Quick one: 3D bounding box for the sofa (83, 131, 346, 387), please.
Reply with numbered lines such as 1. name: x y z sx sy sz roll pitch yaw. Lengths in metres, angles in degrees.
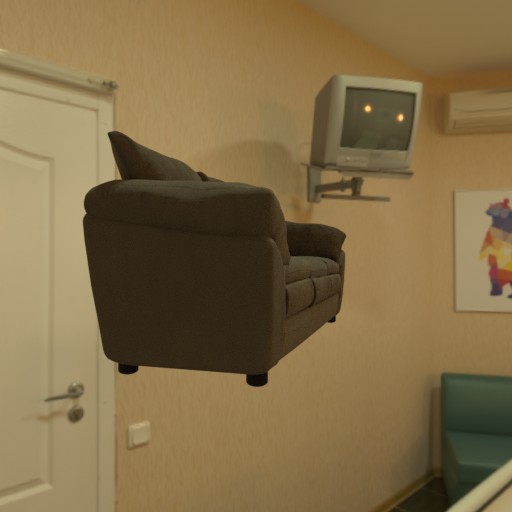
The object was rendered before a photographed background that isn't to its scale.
1. sofa: 0.000 0.000 2.826 0.878 1.073 2.336 0 -1 18
